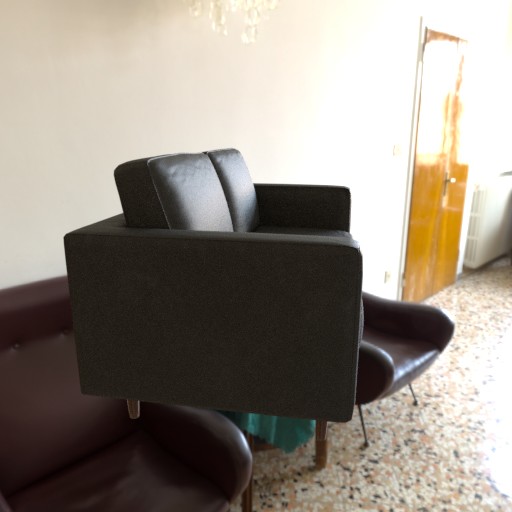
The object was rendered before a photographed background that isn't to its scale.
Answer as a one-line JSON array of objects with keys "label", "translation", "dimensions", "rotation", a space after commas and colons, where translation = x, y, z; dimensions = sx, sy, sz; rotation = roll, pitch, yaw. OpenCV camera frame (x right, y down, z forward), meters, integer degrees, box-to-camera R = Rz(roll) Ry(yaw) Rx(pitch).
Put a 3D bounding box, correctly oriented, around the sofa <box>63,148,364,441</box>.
[{"label": "sofa", "translation": [0.000, 0.000, 1.941], "dimensions": [0.879, 0.899, 1.430], "rotation": [3, 16, 10]}]
